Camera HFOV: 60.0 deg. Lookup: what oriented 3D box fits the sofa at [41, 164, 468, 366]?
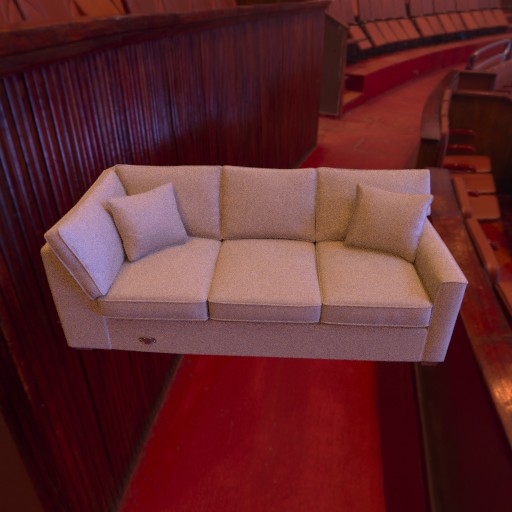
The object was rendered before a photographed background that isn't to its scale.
[{"bbox_3d":[0.000,0.000,2.885,2.317,0.962,1.061,2,31,2],"label":"sofa"}]
